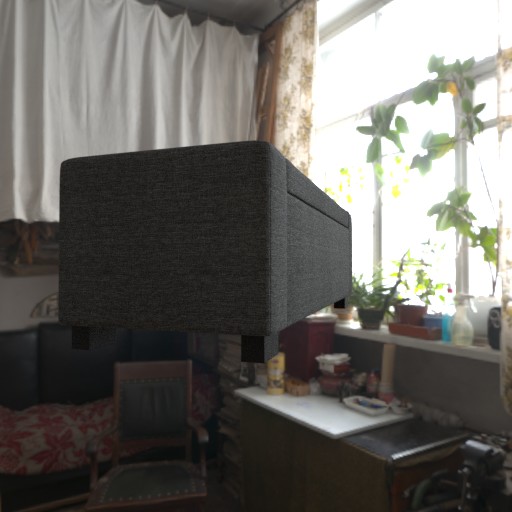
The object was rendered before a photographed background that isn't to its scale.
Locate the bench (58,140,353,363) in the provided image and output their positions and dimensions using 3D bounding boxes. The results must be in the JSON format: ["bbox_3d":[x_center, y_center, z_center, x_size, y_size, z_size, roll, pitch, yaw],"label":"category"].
[{"bbox_3d":[0.000,0.000,1.525,0.508,0.445,1.296,0,-1,19],"label":"bench"}]
